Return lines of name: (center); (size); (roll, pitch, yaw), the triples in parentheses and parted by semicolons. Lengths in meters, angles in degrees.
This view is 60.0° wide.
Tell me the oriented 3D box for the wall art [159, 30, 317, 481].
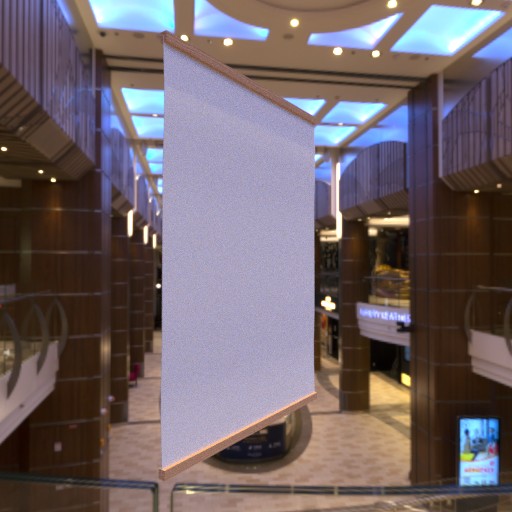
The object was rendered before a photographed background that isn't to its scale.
wall art: (0.000, 0.000, 1.306); (0.020, 1.016, 0.739); (-1, -1, 35)
